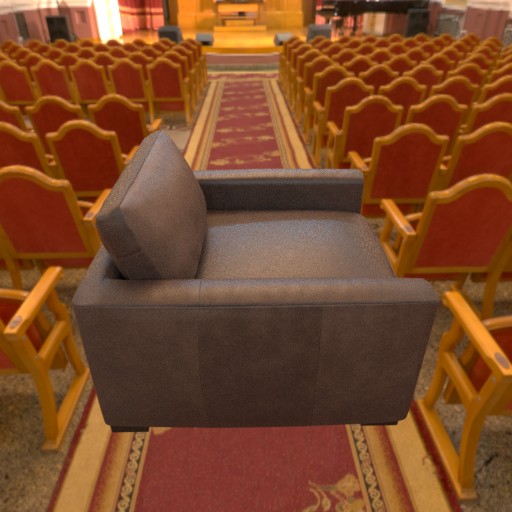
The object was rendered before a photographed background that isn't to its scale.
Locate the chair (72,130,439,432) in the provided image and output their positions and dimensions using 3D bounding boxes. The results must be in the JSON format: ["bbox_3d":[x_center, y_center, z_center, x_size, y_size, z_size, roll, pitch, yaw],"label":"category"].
[{"bbox_3d":[0.000,0.000,1.769,1.069,0.812,1.100,-1,32,-1],"label":"chair"}]
